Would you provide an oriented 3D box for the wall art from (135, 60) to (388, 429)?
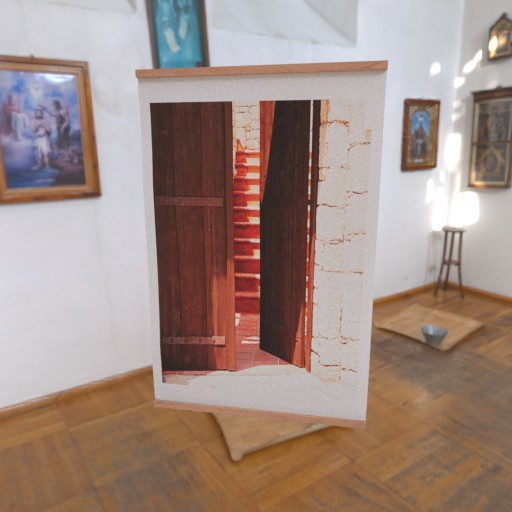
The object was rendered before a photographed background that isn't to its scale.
[{"bbox_3d":[0.000,0.000,0.635,0.332,0.508,0.012,2,13,10],"label":"wall art"}]
